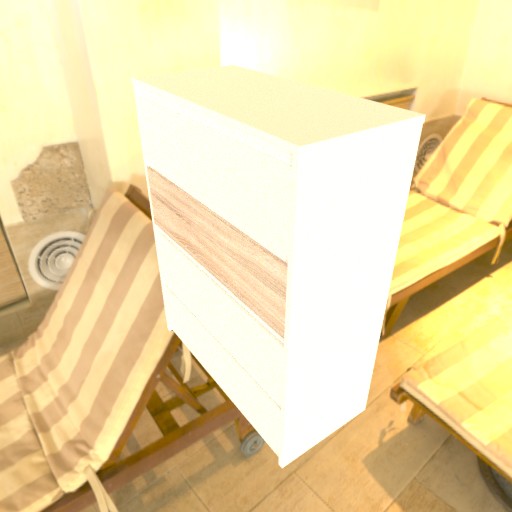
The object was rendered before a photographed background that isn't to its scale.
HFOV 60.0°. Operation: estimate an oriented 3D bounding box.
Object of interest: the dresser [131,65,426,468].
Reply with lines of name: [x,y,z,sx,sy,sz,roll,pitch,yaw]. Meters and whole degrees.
dresser: [0.000,0.000,1.473,0.380,1.040,0.800,-21,38,-30]
